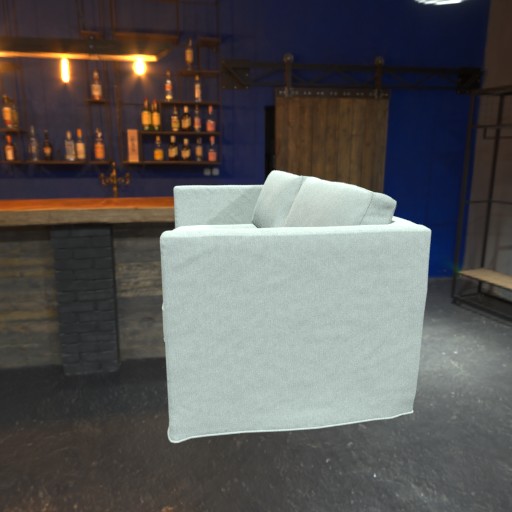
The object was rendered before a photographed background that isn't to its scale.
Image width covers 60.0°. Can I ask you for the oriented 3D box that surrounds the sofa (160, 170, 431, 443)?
[{"bbox_3d":[0.000,0.000,2.444,0.940,0.870,1.987,-2,14,-9],"label":"sofa"}]
